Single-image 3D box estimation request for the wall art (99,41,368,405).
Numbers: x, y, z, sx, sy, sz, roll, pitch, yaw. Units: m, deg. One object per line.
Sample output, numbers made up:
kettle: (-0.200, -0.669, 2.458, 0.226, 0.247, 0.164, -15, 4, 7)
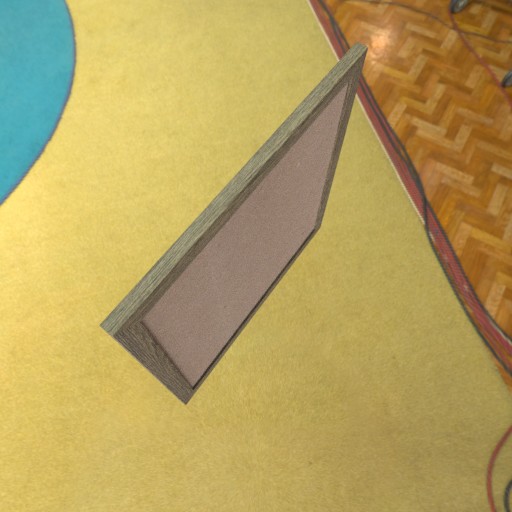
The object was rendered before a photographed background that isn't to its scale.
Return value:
wall art: (0.000, 0.000, 0.758, 0.019, 0.508, 0.508, 33, 69, 15)
